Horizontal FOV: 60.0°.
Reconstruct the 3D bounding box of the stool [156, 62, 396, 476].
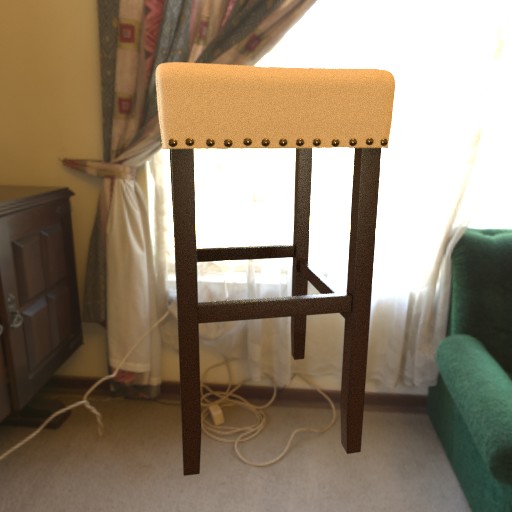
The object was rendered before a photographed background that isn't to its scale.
[{"bbox_3d":[0.000,0.000,1.021,0.401,0.762,0.471,-3,15,-10],"label":"stool"}]
